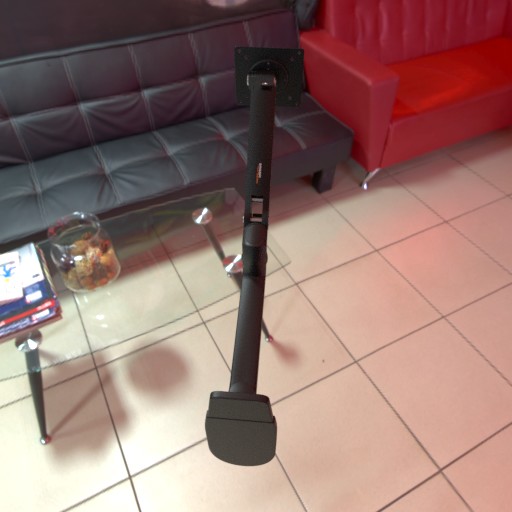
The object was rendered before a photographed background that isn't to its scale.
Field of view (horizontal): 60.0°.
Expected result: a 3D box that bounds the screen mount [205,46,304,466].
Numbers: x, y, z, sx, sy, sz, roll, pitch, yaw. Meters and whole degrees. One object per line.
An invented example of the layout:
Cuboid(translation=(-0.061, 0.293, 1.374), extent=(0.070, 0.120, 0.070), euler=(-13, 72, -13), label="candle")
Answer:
Cuboid(translation=(0.000, 0.000, 0.719), extent=(0.115, 0.466, 0.495), euler=(4, 46, 3), label="screen mount")
